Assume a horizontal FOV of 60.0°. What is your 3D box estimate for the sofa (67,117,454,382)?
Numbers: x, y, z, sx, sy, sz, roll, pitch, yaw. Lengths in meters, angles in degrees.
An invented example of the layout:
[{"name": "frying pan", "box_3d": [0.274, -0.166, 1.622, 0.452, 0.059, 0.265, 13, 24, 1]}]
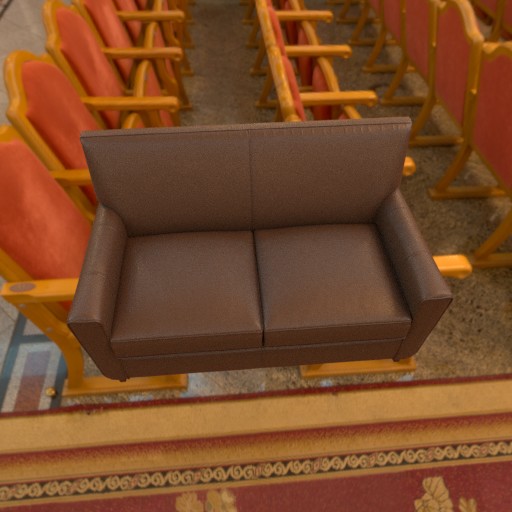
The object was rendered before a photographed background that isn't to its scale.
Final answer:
[{"name": "sofa", "box_3d": [0.000, 0.000, 2.020, 1.468, 0.859, 0.853, -3, 48, -3]}]
